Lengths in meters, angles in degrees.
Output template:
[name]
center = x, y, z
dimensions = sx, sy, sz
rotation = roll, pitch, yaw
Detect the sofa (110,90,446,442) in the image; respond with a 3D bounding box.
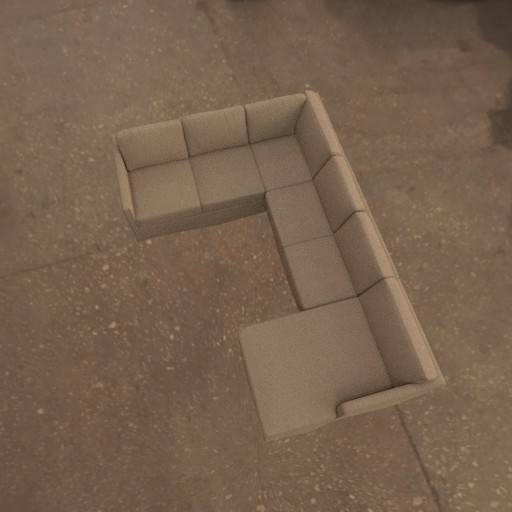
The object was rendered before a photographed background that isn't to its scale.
[sofa]
center = 0.000, 0.000, 4.535
dimensions = 2.427, 0.882, 3.460
rotation = -14, 66, -6
